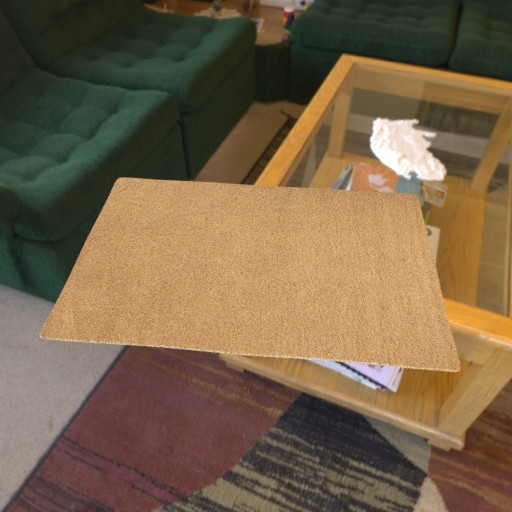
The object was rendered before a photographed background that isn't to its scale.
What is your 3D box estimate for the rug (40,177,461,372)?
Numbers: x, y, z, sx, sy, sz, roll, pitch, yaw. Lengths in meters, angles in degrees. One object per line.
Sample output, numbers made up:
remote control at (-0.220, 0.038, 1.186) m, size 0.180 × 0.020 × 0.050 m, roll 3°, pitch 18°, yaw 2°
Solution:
rug at (0.000, 0.000, 2.957) m, size 2.349 × 0.025 × 1.500 m, roll 4°, pitch 47°, yaw 4°
